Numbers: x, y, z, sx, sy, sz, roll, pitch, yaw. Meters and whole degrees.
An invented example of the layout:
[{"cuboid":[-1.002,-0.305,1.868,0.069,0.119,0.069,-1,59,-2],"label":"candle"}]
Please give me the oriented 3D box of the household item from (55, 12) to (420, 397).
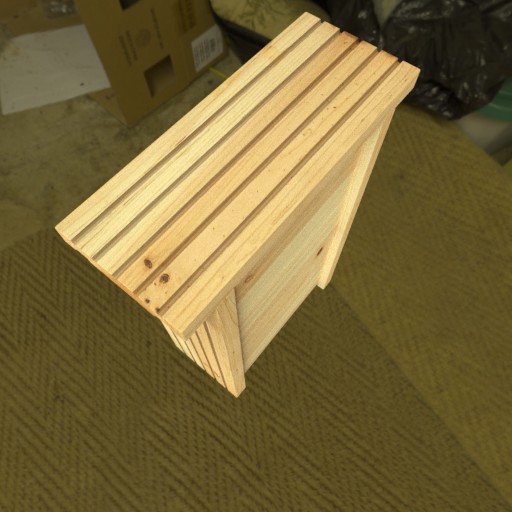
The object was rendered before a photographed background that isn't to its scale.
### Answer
[{"cuboid":[0.000,0.000,0.529,0.123,0.407,0.301,36,69,16],"label":"household item"}]
